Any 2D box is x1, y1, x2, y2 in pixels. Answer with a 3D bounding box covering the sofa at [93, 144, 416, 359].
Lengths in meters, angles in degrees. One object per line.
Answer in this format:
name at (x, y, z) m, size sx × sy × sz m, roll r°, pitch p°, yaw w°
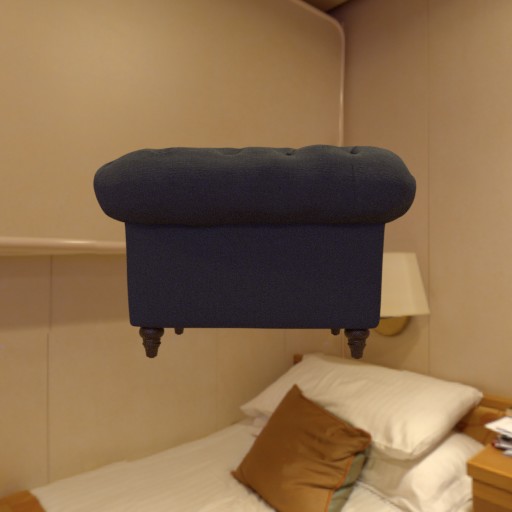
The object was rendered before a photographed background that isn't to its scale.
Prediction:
sofa at (0.000, 0.000, 2.075) m, size 1.405 × 0.878 × 1.032 m, roll 0°, pitch 0°, yaw 1°
